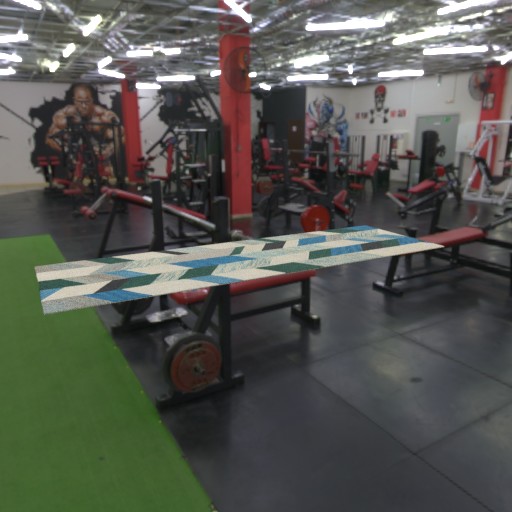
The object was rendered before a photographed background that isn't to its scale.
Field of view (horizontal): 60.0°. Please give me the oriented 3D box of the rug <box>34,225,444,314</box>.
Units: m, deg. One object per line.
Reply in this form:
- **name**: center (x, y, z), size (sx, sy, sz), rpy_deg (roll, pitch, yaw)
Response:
- **rug**: center (0.000, 0.000, 2.734), size (2.437, 0.008, 0.774), rpy_deg (-8, 18, -27)
